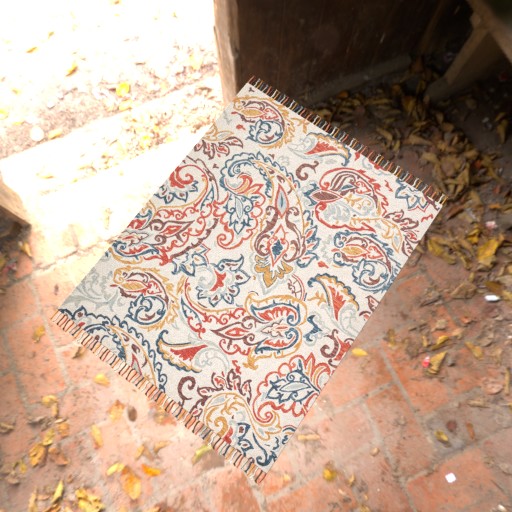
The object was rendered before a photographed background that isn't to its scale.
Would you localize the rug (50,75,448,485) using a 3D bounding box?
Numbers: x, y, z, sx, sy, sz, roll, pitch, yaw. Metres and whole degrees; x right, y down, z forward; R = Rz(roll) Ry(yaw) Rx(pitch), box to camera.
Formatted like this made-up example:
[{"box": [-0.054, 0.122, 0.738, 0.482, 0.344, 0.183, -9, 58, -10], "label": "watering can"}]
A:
[{"box": [0.000, 0.000, 4.327, 2.439, 0.015, 3.274, 35, 78, 9], "label": "rug"}]
